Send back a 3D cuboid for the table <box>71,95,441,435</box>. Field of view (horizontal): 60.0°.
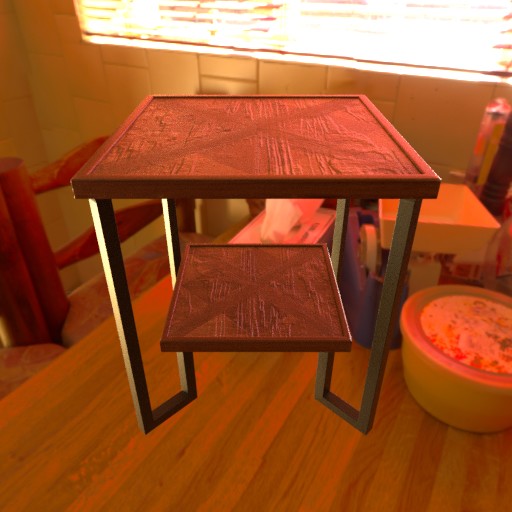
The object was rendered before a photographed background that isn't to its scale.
[{"bbox_3d":[0.000,0.000,0.961,0.503,0.563,0.503,0,32,0],"label":"table"}]
